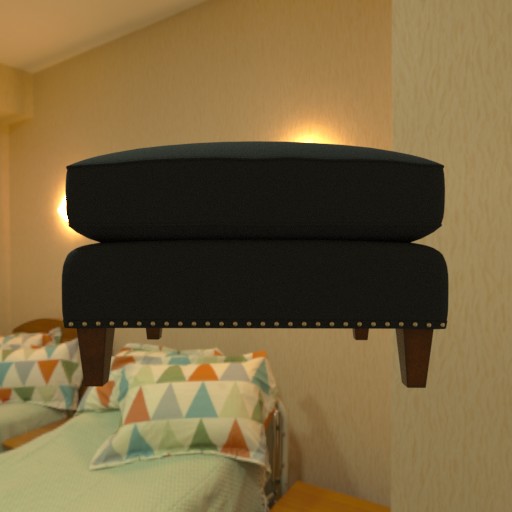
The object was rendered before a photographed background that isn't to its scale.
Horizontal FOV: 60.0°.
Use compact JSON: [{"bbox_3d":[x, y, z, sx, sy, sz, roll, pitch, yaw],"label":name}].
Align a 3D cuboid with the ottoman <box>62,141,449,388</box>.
[{"bbox_3d":[0.000,0.000,1.124,0.741,0.513,0.584,0,0,1],"label":"ottoman"}]
